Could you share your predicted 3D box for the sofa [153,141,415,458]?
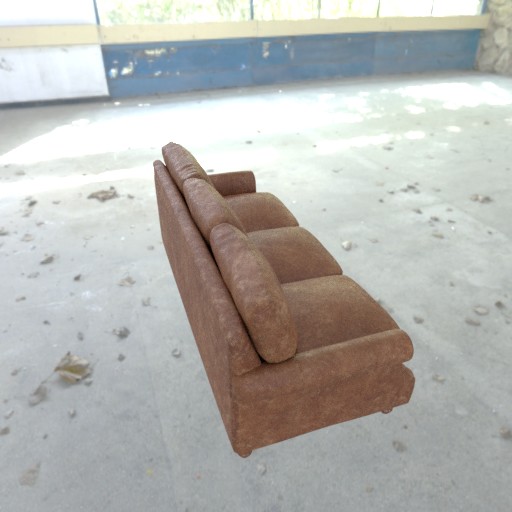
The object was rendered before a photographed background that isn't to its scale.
[{"bbox_3d":[0.000,0.000,2.864,0.973,0.977,2.351,-10,33,-16],"label":"sofa"}]
